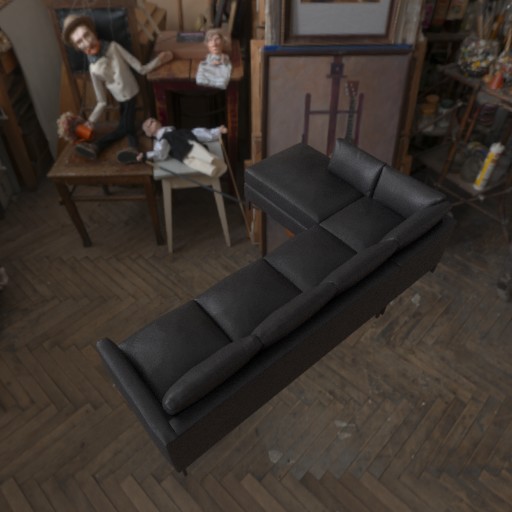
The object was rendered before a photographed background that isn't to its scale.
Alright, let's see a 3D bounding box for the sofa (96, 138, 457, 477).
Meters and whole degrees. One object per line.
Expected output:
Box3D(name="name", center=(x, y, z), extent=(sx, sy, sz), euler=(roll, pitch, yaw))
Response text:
Box3D(name="sofa", center=(0.000, 0.000, 3.811), extent=(2.984, 0.877, 1.938), euler=(-31, 54, -26))
